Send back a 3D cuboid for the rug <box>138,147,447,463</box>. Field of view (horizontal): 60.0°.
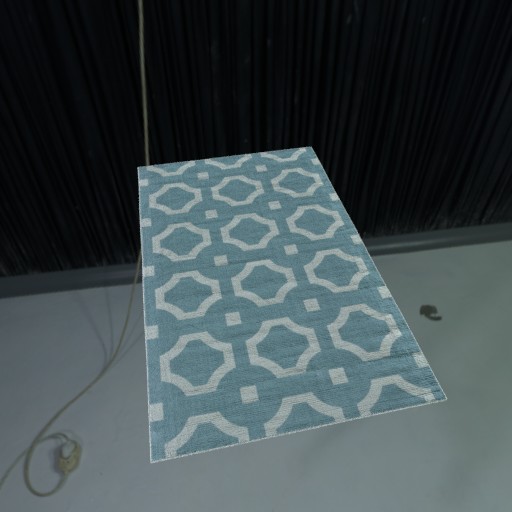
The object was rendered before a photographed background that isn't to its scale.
[{"bbox_3d":[0.000,0.000,3.022,1.528,0.015,2.443,-9,47,-8],"label":"rug"}]
